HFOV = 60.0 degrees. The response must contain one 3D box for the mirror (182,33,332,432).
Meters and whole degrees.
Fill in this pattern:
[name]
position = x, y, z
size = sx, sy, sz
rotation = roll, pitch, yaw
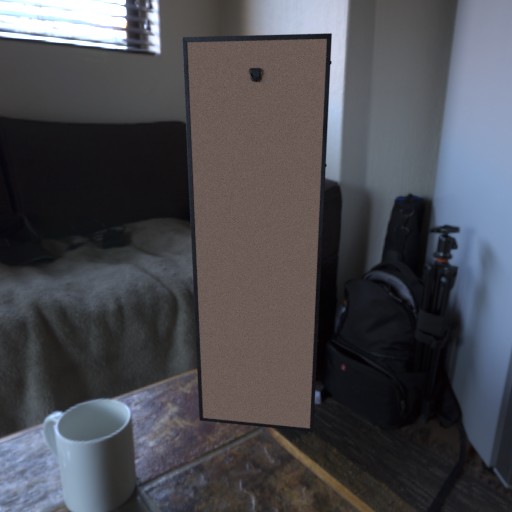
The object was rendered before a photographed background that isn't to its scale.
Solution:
[mirror]
position = 0.000, 0.000, 1.195
size = 0.354, 1.080, 0.042
rotation = 3, 18, 8
